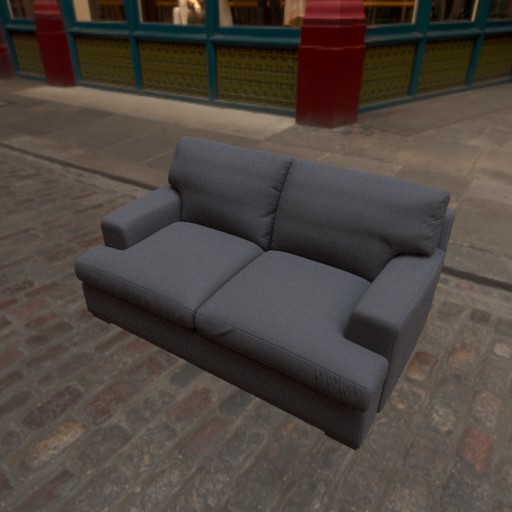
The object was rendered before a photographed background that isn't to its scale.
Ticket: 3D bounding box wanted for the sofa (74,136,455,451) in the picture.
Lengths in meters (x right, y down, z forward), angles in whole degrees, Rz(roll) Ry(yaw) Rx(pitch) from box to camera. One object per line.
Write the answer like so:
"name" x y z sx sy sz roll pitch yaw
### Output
"sofa" 0.000 0.000 2.520 1.880 0.940 1.143 18 36 28
